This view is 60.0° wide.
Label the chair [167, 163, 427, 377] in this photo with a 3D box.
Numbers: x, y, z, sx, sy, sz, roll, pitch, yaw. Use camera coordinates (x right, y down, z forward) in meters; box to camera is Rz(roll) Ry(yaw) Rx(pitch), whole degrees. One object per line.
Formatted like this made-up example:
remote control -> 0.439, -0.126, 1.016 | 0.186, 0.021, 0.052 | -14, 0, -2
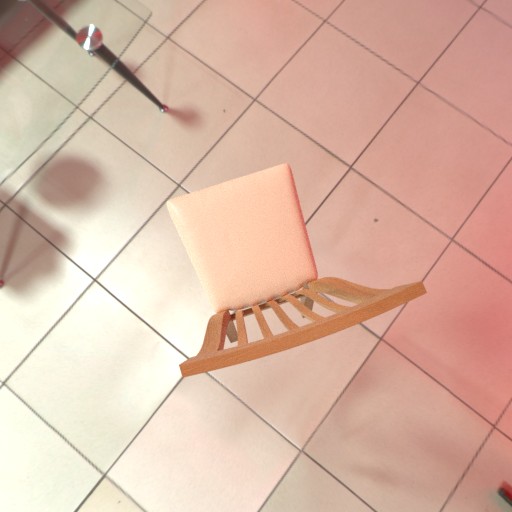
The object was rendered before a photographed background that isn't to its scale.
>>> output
chair -> 0.000, 0.000, 1.335 | 0.450, 1.050, 0.580 | -18, 77, -4
